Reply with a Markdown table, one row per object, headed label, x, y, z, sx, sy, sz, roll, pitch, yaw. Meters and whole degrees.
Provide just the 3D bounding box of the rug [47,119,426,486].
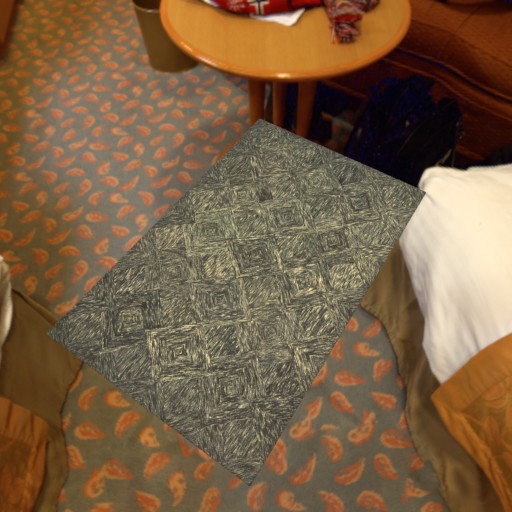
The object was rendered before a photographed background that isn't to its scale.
| label | x | y | z | sx | sy | sz | roll | pitch | yaw |
| --- | --- | --- | --- | --- | --- | --- | --- | --- | --- |
| rug | 0.000 | 0.000 | 2.973 | 1.478 | 0.017 | 2.330 | 29 | 61 | 18 |
